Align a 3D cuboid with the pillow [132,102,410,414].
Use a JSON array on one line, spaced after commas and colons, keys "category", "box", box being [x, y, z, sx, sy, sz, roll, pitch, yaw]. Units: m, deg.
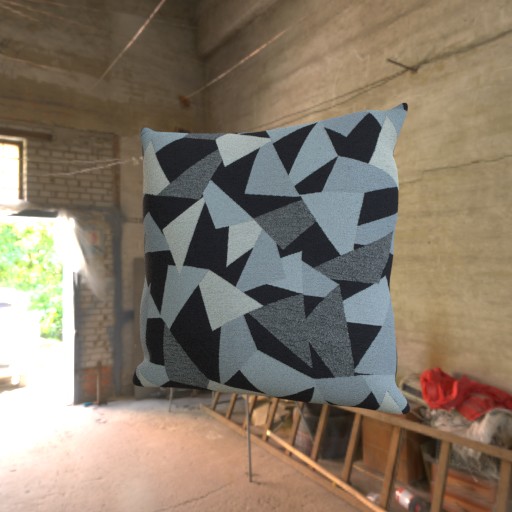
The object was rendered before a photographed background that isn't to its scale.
[{"category": "pillow", "box": [0.000, 0.000, 0.768, 0.503, 0.496, 0.208, 0, -1, 19]}]
